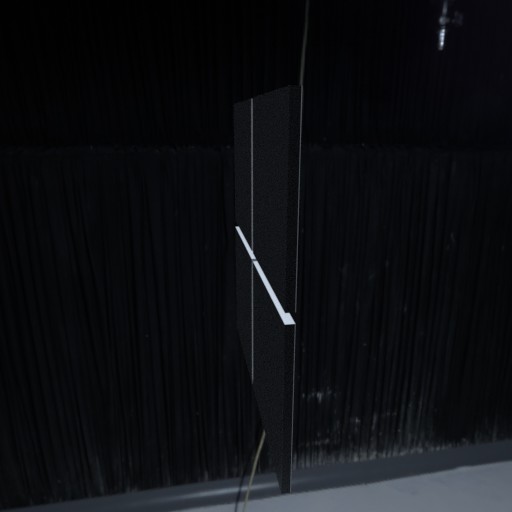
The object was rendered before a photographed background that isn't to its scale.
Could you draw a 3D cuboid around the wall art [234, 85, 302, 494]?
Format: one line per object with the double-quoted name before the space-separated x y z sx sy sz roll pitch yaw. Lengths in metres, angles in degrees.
"wall art" 0.000 0.000 1.665 0.029 1.118 1.118 -3 17 -9
